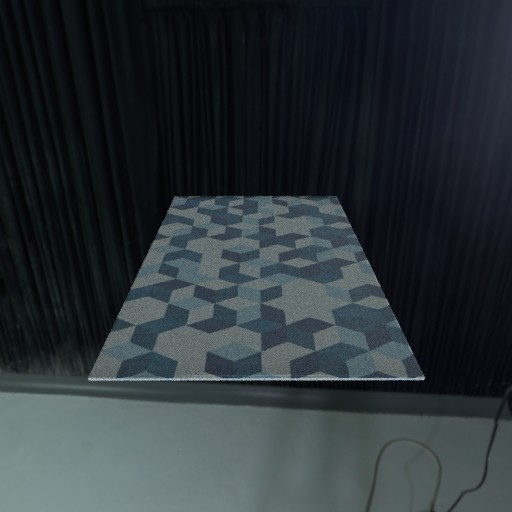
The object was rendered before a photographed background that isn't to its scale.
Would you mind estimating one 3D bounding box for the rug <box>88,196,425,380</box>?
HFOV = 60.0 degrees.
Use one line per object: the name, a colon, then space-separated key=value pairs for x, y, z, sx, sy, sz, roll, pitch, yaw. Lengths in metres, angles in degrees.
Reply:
rug: x=0.000 y=0.000 z=3.080 sx=1.518 sy=0.015 sz=2.438 roll=0 pitch=27 yaw=0
